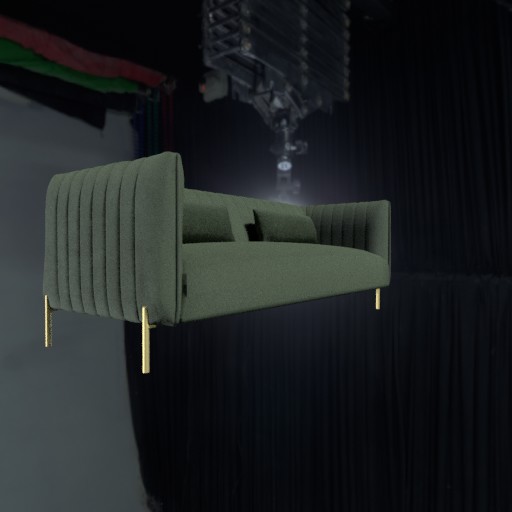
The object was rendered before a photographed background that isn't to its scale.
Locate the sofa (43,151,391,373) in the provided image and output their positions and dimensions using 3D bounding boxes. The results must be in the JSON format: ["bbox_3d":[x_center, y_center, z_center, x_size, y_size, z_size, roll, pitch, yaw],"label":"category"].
[{"bbox_3d":[0.000,0.000,2.589,0.896,0.793,2.137,1,1,38],"label":"sofa"}]
